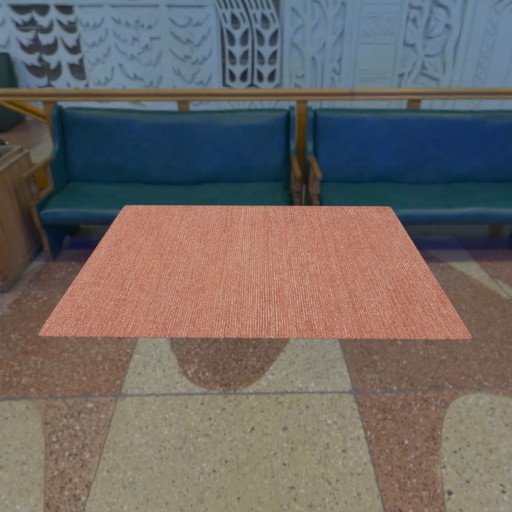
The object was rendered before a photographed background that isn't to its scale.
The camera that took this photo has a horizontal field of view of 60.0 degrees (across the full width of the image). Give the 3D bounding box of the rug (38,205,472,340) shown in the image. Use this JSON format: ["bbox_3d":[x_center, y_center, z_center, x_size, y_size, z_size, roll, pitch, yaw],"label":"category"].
[{"bbox_3d":[0.000,0.000,2.827,2.112,0.009,1.594,0,30,1],"label":"rug"}]
